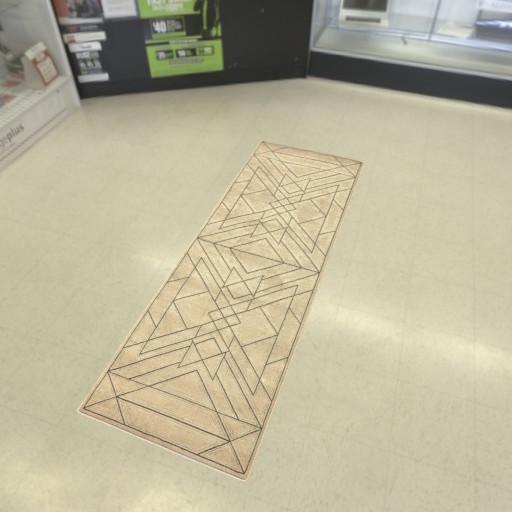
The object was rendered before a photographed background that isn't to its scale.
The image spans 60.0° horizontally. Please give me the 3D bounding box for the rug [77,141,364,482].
[{"bbox_3d":[0.000,0.000,2.651,0.831,0.036,2.381,16,49,14],"label":"rug"}]
